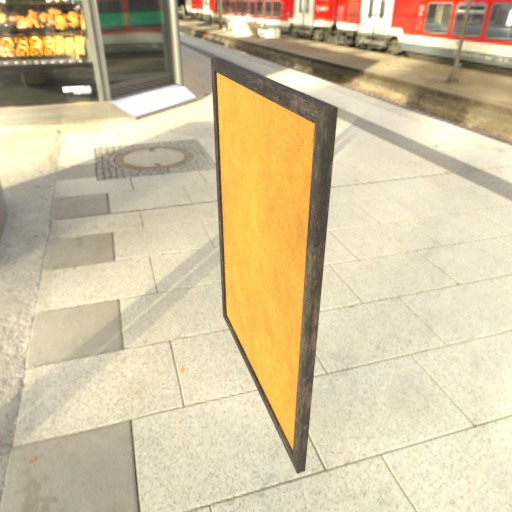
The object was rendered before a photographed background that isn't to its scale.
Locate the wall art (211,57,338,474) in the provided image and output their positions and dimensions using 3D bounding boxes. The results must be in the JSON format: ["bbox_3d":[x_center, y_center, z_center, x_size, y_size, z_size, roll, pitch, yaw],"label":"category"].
[{"bbox_3d":[0.000,0.000,1.399,0.029,1.066,0.812,-10,32,-17],"label":"wall art"}]
